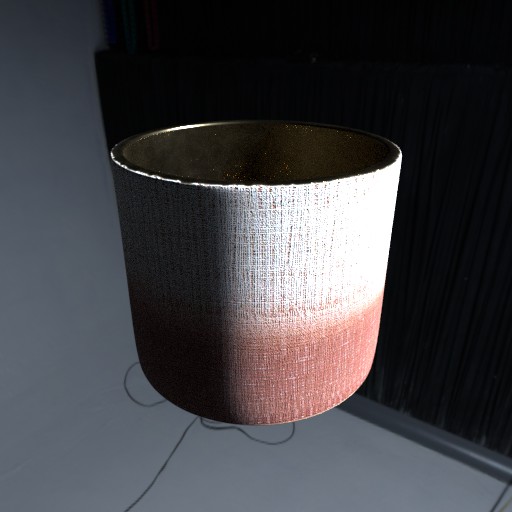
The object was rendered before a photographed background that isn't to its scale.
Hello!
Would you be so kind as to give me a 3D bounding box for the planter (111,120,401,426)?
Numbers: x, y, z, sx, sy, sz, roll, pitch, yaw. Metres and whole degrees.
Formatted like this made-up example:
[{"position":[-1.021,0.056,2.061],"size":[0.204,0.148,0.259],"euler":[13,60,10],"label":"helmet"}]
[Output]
[{"position":[0.000,0.000,0.311],"size":[0.178,0.157,0.178],"euler":[0,26,0],"label":"planter"}]
